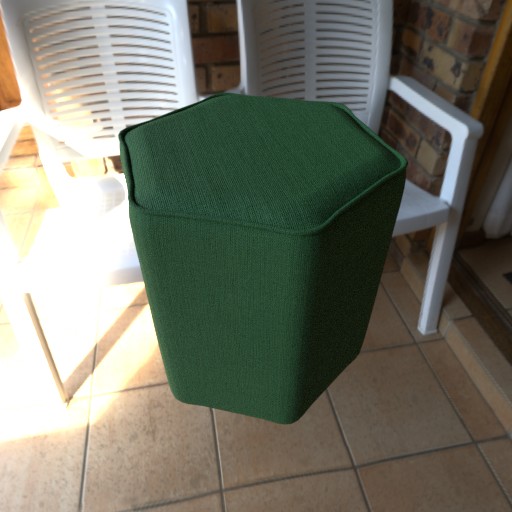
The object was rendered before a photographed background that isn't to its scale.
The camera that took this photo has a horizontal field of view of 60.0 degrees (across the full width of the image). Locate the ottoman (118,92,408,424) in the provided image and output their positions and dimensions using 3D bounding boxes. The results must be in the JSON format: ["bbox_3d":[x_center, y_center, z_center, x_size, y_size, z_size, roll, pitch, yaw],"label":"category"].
[{"bbox_3d":[0.000,0.000,0.895,0.444,0.507,0.499,-11,42,-13],"label":"ottoman"}]
